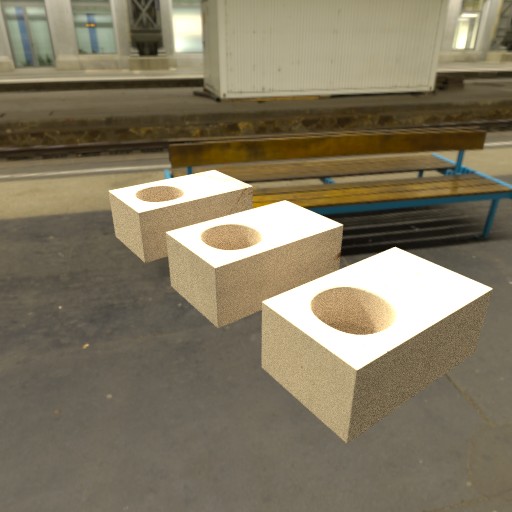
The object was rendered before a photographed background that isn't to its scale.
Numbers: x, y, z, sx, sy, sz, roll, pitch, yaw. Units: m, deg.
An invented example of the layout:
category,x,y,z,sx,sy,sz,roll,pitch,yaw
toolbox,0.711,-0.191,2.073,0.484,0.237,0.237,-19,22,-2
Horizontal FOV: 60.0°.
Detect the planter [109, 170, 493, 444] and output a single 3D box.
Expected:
category,x,y,z,sx,sy,sz,roll,pitch,yaw
planter,0.000,0.000,0.378,0.127,0.051,0.333,-19,32,-32
